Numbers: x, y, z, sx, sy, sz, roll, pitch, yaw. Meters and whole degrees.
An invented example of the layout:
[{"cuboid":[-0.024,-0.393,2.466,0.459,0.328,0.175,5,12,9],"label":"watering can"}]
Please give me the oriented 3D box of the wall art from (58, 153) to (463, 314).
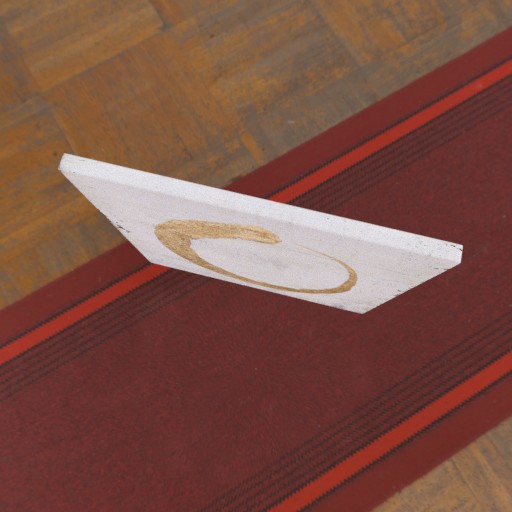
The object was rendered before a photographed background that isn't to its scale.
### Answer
[{"cuboid":[0.000,0.000,1.181,0.762,0.762,0.038,13,76,3],"label":"wall art"}]
